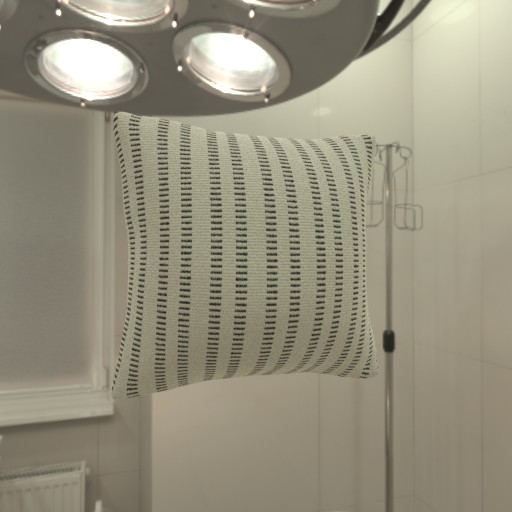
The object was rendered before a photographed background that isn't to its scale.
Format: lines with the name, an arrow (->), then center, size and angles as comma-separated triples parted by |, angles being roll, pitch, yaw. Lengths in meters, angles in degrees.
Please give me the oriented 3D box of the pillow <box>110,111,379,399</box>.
pillow -> 0.000, 0.000, 0.703 | 0.438, 0.419, 0.247 | 0, -1, -17
